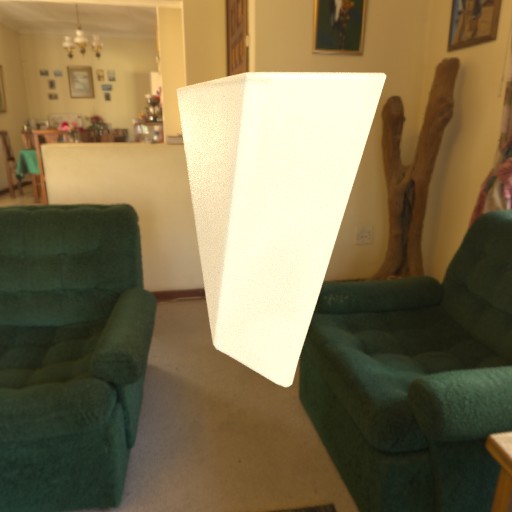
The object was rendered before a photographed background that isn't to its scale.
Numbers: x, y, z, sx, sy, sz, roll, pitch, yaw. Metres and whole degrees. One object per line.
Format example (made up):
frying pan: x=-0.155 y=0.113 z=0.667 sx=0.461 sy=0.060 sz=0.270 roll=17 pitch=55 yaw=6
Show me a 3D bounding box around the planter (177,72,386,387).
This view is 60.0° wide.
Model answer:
planter: x=0.000 y=0.000 z=0.272 sx=0.060 sy=0.197 sz=0.150 roll=-8 pitch=19 yaw=-25
